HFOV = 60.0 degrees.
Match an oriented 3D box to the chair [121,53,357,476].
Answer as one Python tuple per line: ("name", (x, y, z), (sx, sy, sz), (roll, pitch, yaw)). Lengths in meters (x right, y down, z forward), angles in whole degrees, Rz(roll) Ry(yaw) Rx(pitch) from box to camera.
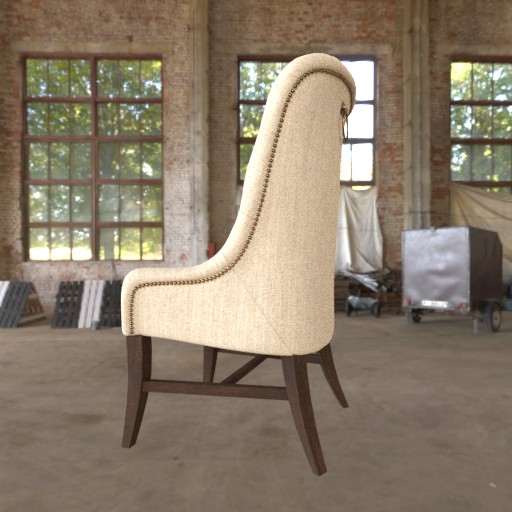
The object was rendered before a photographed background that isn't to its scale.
("chair", (0.000, 0.000, 1.434), (0.629, 1.091, 0.634), (0, 1, 18))
